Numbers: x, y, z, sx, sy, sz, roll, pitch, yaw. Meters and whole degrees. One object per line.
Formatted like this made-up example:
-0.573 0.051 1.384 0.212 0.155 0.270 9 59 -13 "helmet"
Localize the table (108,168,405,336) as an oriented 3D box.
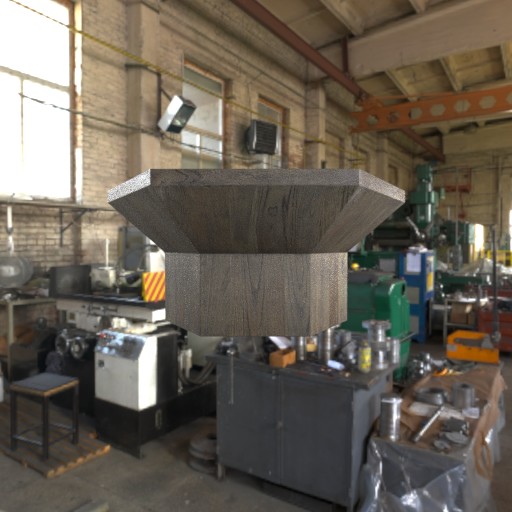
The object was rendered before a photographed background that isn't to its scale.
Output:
0.000 0.000 1.668 1.115 0.488 0.966 0 1 0 "table"
